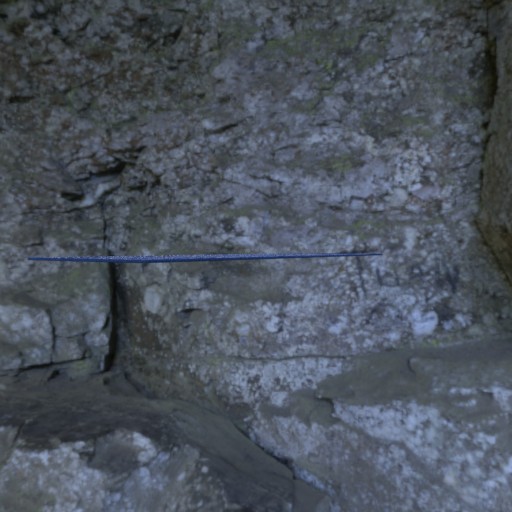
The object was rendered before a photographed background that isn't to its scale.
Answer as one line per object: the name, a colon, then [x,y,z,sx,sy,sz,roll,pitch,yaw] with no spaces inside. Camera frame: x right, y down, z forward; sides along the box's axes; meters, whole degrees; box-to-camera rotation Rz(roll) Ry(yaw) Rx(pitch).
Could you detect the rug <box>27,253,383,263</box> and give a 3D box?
rug: [0.000,0.000,2.741,0.769,0.012,2.448,1,1,35]
